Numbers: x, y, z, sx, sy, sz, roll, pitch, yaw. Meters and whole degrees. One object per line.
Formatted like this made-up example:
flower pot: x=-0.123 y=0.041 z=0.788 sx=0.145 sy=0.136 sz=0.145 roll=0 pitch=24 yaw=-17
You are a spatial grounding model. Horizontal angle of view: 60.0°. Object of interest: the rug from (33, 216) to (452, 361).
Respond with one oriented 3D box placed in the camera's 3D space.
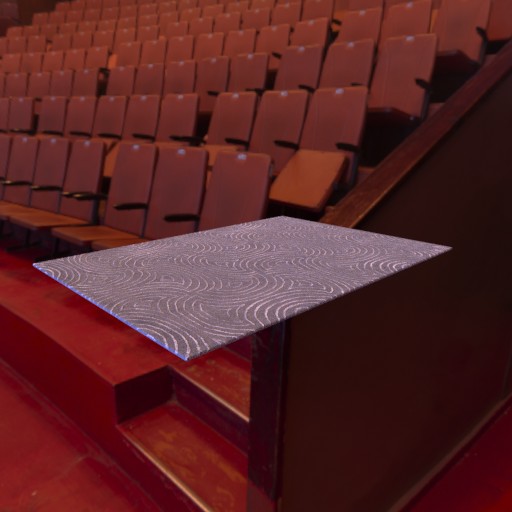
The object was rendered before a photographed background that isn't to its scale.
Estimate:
rug: x=0.000 y=0.000 z=2.775 sx=2.144 sy=0.015 sz=1.543 roll=-15 pitch=22 yaw=-42
